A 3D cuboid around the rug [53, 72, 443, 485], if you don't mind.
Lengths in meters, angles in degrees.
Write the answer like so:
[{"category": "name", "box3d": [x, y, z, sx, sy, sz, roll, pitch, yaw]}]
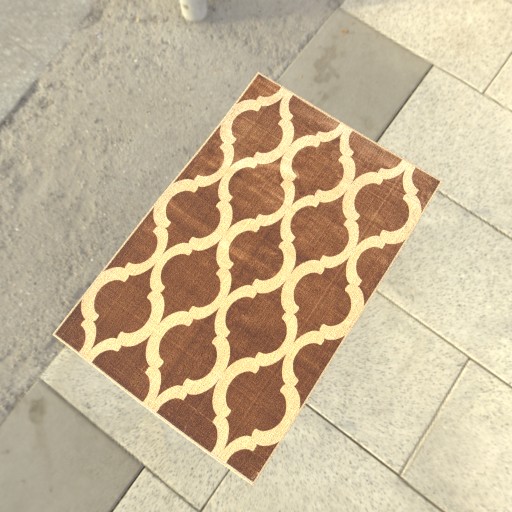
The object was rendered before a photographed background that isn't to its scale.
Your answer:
[{"category": "rug", "box3d": [0.000, 0.000, 2.879, 1.526, 0.014, 2.290, 33, 78, 8]}]
